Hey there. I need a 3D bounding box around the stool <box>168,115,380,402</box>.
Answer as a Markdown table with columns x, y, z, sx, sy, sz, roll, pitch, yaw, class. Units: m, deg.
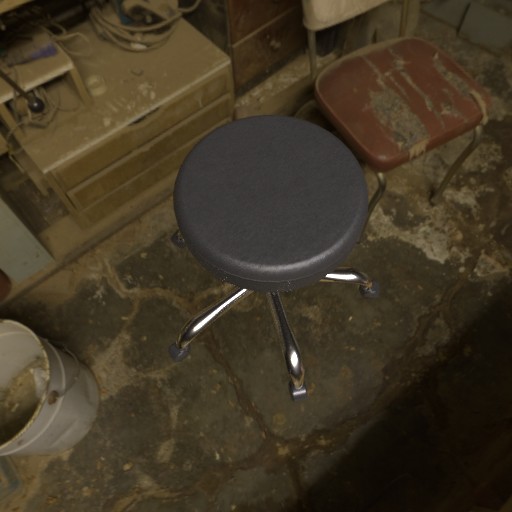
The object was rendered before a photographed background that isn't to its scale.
| x | y | z | sx | sy | sz | roll | pitch | yaw | class |
| --- | --- | --- | --- | --- | --- | --- | --- | --- | --- |
| 0.000 | 0.000 | 1.145 | 0.638 | 0.576 | 0.673 | -36 | 69 | -16 | stool |
